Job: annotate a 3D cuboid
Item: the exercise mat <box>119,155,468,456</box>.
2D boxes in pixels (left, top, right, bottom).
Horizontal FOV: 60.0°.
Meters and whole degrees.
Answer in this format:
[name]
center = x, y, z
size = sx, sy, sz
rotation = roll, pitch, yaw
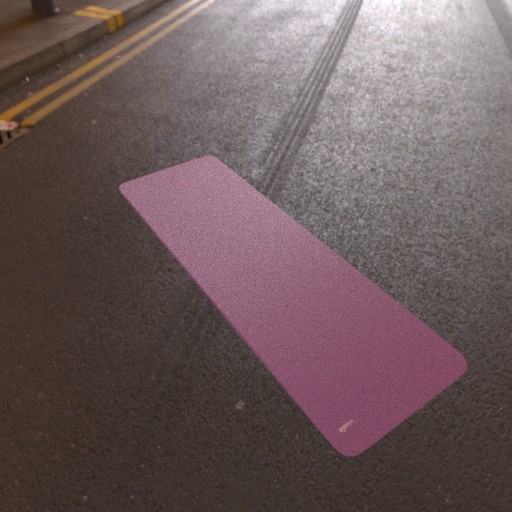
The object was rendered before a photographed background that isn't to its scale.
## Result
[exercise mat]
center = 0.000, 0.000, 2.039
size = 0.616, 0.021, 1.869
rotation = -25, 47, -25
